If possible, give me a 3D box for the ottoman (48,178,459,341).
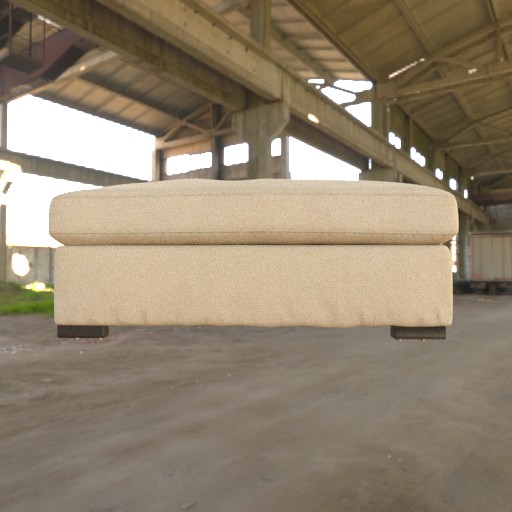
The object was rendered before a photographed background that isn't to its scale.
[{"bbox_3d":[0.000,0.000,1.854,1.205,0.522,1.190,0,-1,2],"label":"ottoman"}]
